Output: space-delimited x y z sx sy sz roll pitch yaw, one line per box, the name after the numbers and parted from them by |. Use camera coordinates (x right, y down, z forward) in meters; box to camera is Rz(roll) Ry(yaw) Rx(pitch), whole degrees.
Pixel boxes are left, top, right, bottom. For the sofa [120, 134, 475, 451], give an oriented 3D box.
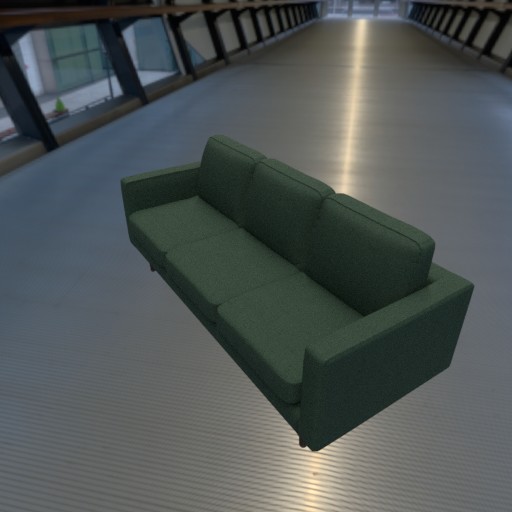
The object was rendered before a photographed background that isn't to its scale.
0.000 0.000 2.498 0.879 0.899 2.029 -19 36 -28 | sofa
